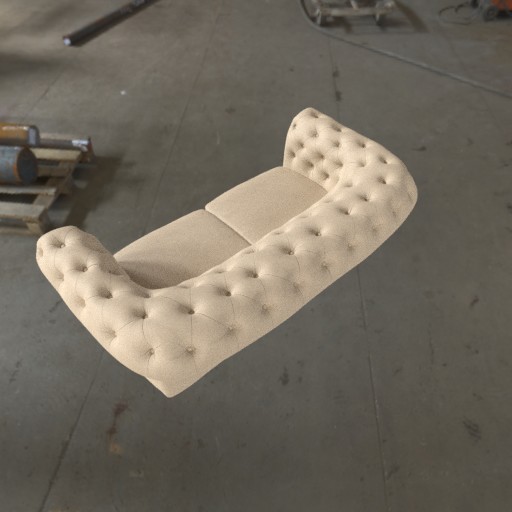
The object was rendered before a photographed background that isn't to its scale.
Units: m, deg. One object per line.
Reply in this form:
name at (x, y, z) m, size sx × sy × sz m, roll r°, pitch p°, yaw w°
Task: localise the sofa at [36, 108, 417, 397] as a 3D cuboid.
sofa at (0.000, 0.000, 2.544) m, size 1.988 × 0.835 × 1.069 m, roll -33°, pitch 55°, yaw -27°
